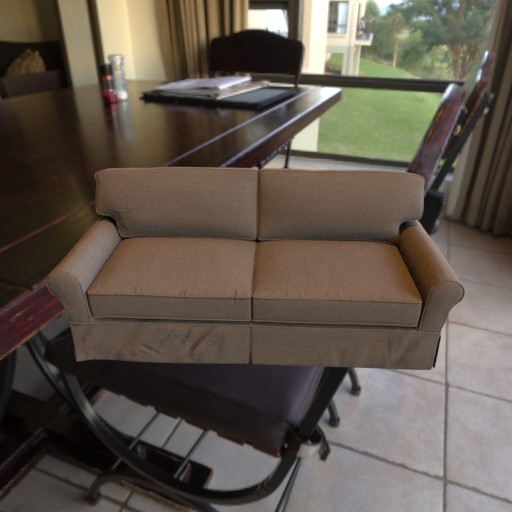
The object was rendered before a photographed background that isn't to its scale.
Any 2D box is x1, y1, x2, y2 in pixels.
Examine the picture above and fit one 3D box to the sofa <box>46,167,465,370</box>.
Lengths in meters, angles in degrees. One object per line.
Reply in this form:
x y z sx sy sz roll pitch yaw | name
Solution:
0.000 0.000 2.782 2.248 0.943 0.991 1 29 2 | sofa
